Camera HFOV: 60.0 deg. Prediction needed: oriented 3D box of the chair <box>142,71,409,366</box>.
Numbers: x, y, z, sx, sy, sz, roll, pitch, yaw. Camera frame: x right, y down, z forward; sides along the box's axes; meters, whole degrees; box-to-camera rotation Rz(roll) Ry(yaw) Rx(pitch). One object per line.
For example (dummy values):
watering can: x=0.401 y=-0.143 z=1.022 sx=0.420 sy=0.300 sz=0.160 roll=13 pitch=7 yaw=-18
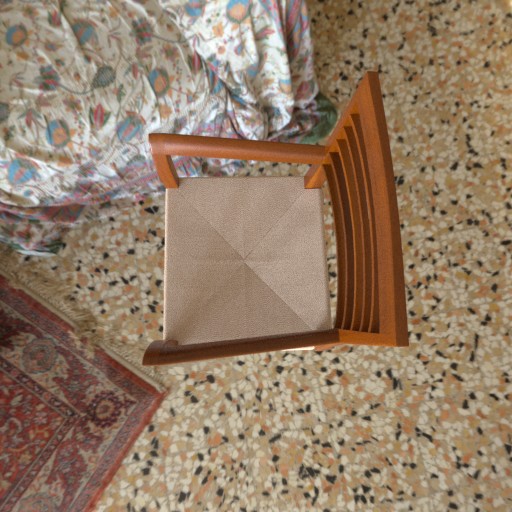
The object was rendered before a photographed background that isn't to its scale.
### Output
chair: x=0.000 y=0.000 z=1.251 sx=0.540 sy=0.855 sz=0.587 roll=-2 pitch=76 yaw=0
